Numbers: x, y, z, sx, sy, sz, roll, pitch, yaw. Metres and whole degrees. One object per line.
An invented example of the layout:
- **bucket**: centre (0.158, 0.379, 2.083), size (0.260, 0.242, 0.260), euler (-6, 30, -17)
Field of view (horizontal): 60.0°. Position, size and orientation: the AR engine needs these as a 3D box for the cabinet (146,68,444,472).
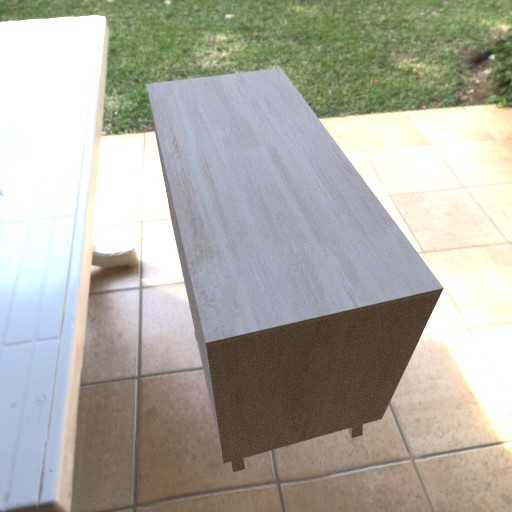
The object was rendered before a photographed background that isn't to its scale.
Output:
- **cabinet**: centre (0.000, 0.000, 1.521), size (0.500, 0.780, 1.110), euler (-11, 47, -11)
